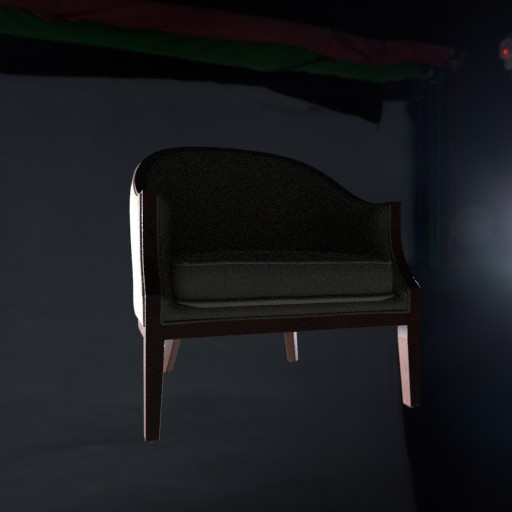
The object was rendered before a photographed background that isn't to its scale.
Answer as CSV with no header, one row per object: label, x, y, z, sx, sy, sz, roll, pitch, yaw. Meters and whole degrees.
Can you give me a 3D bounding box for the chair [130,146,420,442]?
chair,0.000,0.000,1.471,0.803,0.876,0.735,0,0,-19
